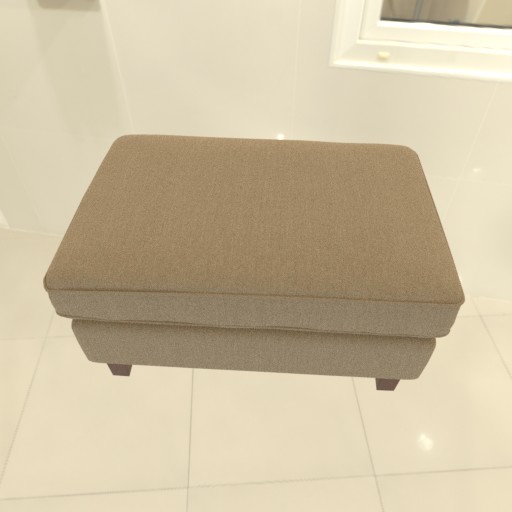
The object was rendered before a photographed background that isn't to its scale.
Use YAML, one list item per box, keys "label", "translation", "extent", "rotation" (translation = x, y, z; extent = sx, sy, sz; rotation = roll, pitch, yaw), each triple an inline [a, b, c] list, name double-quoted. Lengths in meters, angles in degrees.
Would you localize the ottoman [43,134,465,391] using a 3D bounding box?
- label: "ottoman"
  translation: [0.000, 0.000, 1.295]
  extent: [0.945, 0.521, 0.636]
  rotation: [2, 46, 2]
